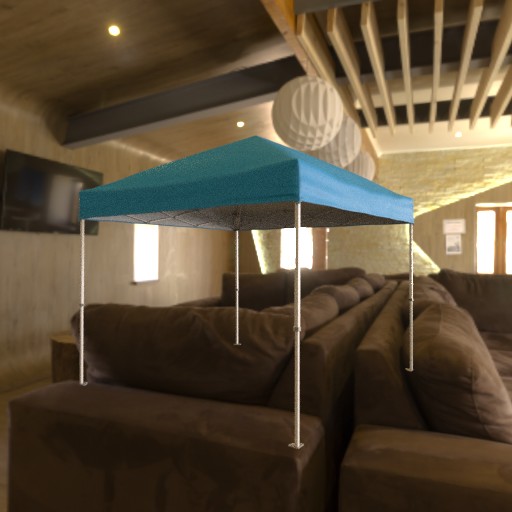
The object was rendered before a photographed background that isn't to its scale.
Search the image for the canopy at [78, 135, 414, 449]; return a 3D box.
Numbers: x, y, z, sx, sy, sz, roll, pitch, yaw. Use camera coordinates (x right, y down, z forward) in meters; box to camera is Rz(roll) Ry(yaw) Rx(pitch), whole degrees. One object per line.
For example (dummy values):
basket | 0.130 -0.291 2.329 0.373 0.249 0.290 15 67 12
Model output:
canopy | 0.000 0.000 5.506 2.998 2.997 2.996 0 0 36
